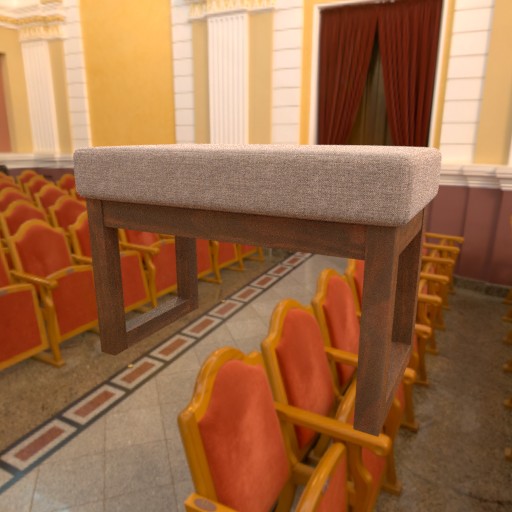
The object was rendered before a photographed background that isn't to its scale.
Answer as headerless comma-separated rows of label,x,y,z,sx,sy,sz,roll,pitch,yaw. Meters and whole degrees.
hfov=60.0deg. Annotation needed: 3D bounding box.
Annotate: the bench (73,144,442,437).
bench,0.000,0.000,0.969,0.681,0.467,0.366,8,17,27
